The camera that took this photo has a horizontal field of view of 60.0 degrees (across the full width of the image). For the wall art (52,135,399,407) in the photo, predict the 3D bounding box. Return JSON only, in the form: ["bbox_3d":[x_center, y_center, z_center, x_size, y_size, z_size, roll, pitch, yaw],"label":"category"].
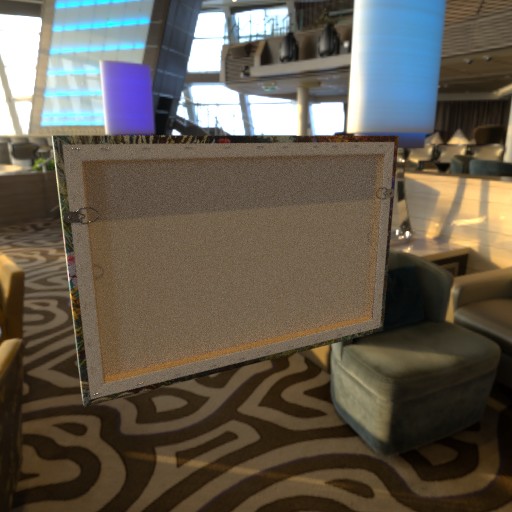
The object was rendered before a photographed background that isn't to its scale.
[{"bbox_3d":[0.000,0.000,1.449,1.136,0.760,0.042,-8,17,-26],"label":"wall art"}]
